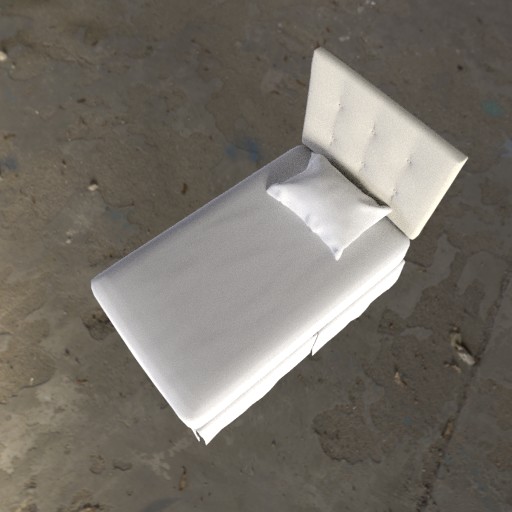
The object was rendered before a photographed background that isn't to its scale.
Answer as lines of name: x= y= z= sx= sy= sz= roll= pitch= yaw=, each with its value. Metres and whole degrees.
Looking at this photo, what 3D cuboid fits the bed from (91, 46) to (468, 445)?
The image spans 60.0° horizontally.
bed: x=0.000 y=0.000 z=2.926 sx=1.997 sy=1.571 sz=1.261 roll=-36 pitch=68 yaw=-17
